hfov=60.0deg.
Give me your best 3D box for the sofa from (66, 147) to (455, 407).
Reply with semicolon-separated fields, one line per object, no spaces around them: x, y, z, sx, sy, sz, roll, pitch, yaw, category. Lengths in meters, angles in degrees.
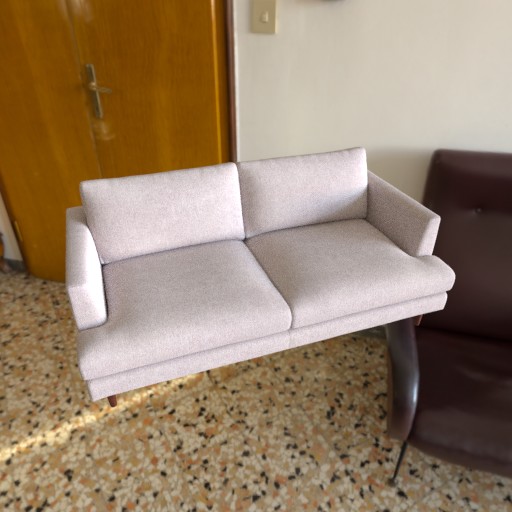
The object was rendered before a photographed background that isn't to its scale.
0.000;0.000;2.501;1.948;0.868;1.020;-11;34;-17;sofa
